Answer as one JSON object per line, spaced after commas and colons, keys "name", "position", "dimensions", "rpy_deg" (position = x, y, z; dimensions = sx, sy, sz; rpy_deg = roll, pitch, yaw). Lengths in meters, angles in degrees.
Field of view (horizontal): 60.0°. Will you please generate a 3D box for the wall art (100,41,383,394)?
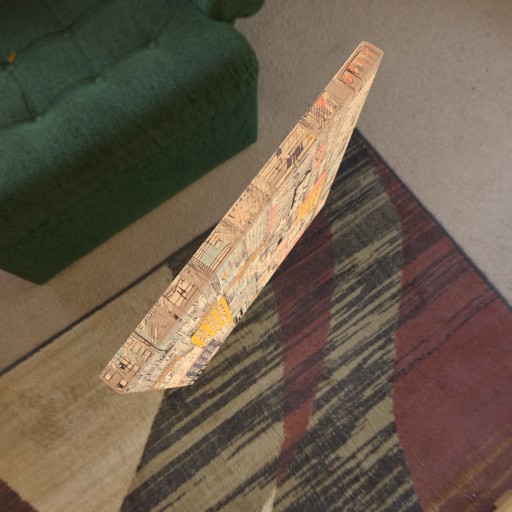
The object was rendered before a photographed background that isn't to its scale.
{"name": "wall art", "position": [0.000, 0.000, 0.894], "dimensions": [0.038, 0.608, 0.607], "rpy_deg": [35, 78, 9]}
